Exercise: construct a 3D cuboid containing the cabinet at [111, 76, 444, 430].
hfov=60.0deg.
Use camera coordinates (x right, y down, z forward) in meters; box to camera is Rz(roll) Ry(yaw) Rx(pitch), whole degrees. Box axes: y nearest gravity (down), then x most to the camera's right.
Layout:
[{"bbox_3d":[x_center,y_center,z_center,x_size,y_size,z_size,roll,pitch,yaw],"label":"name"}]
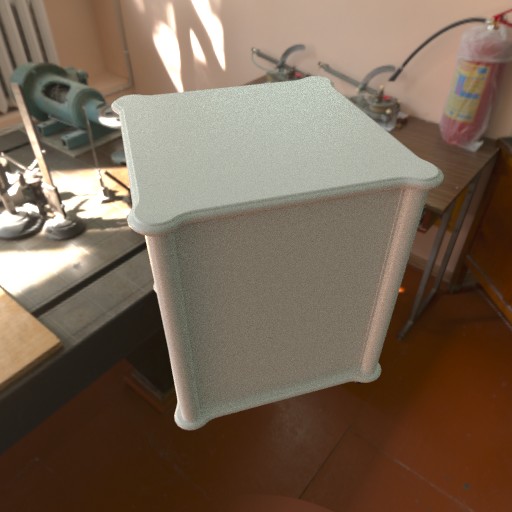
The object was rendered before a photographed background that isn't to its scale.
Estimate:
[{"bbox_3d":[0.000,0.000,1.264,0.628,0.761,0.627,-11,41,-13],"label":"cabinet"}]
